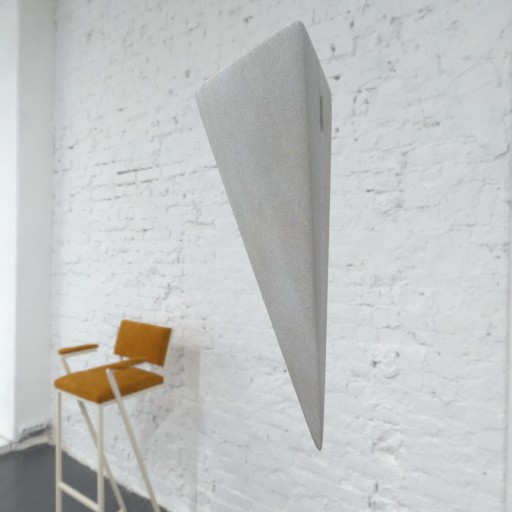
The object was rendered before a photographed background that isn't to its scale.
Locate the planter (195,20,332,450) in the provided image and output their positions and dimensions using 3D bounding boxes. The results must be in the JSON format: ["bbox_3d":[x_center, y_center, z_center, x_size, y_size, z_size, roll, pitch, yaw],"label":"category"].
[{"bbox_3d":[0.000,0.000,0.155,0.047,0.130,0.058,0,0,18],"label":"planter"}]
